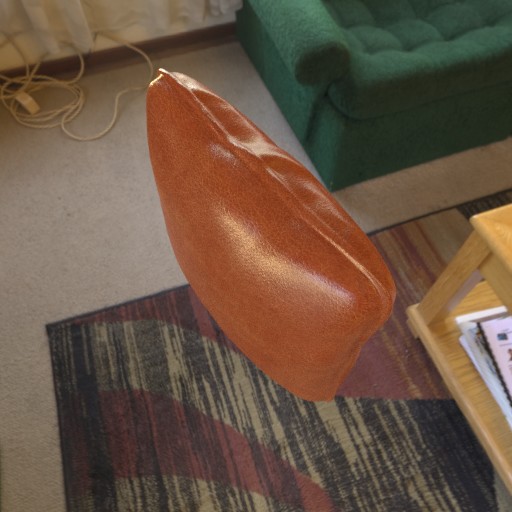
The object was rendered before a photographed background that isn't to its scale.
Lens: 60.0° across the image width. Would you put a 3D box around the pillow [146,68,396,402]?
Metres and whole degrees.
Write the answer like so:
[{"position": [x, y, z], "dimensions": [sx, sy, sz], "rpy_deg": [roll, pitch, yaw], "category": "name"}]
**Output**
[{"position": [0.000, 0.000, 0.814], "dimensions": [0.236, 0.523, 0.532], "rpy_deg": [-33, 64, -18], "category": "pillow"}]
